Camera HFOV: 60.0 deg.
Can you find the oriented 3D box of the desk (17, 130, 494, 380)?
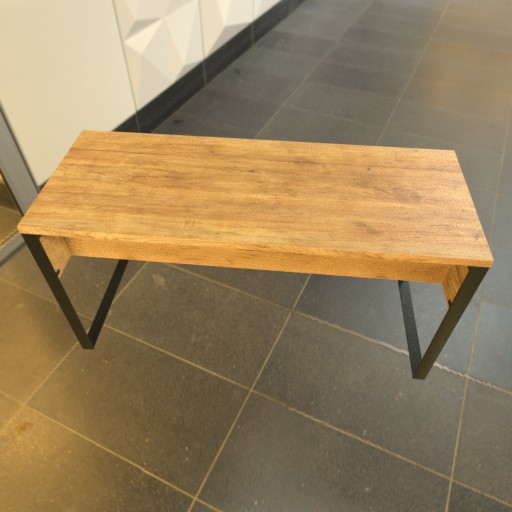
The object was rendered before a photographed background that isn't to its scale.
[{"bbox_3d":[0.000,0.000,1.886,1.520,0.760,0.600,4,47,4],"label":"desk"}]
